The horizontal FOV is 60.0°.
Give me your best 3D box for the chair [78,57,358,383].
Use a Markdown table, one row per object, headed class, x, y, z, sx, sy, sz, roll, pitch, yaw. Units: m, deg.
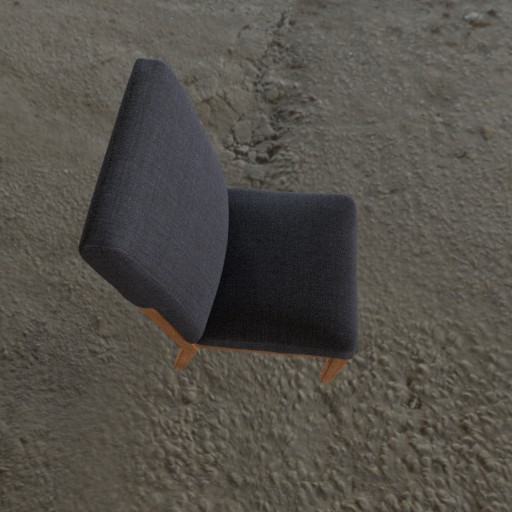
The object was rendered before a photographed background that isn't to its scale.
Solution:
| class | x | y | z | sx | sy | sz | roll | pitch | yaw |
| --- | --- | --- | --- | --- | --- | --- | --- | --- | --- |
| chair | 0.000 | 0.000 | 1.239 | 0.586 | 0.911 | 0.507 | 5 | 64 | 2 |
